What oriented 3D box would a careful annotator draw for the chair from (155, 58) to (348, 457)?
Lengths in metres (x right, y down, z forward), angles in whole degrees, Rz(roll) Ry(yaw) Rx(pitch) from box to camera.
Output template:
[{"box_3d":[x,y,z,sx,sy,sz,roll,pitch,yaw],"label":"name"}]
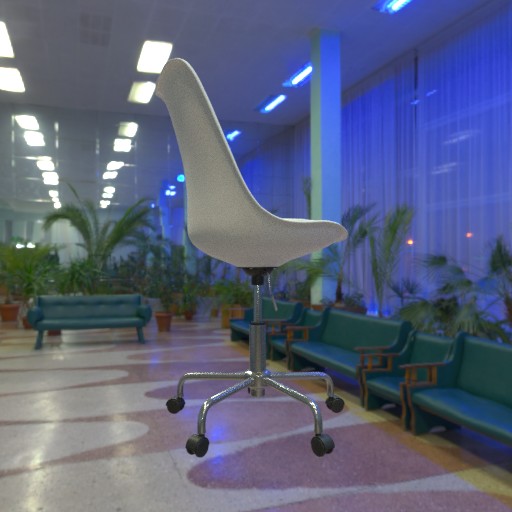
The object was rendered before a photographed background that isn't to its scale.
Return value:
[{"box_3d":[0.000,0.000,1.244,0.550,0.930,0.550,0,0,-19],"label":"chair"}]
